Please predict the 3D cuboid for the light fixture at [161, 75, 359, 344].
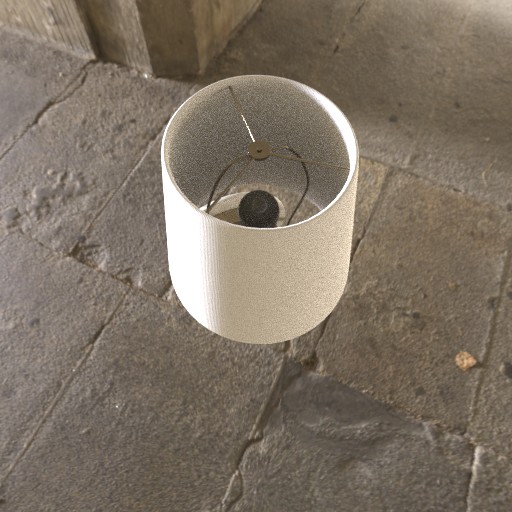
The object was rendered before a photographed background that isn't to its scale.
[{"bbox_3d":[0.000,0.000,0.436,0.168,0.337,0.188,-18,64,-9],"label":"light fixture"}]
